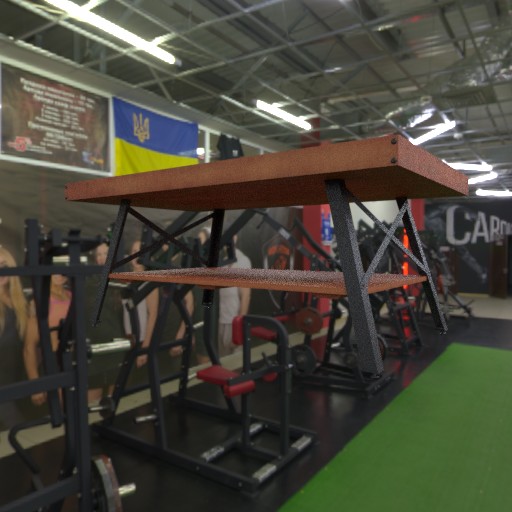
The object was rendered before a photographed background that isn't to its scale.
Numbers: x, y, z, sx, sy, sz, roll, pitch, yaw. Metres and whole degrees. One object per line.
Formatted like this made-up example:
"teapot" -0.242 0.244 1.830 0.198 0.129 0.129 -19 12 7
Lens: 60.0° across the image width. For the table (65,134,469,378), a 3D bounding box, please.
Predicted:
"table" 0.000 0.000 1.347 1.067 0.457 0.610 1 2 36
